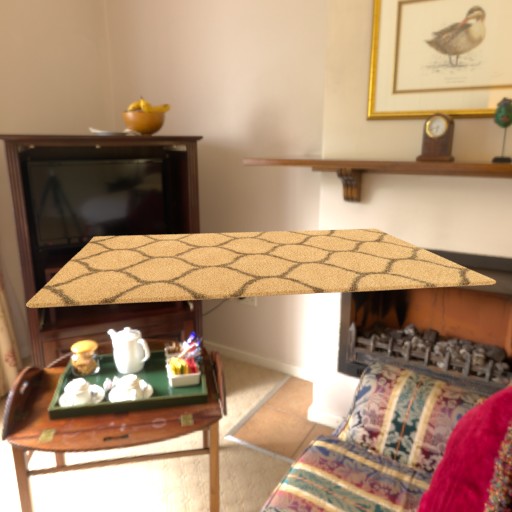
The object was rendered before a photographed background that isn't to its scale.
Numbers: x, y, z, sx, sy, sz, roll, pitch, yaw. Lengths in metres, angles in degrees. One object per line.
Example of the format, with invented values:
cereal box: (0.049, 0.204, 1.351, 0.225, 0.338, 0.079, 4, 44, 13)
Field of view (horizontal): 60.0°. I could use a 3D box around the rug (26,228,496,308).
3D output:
rug: (0.000, 0.000, 3.354, 2.701, 0.026, 1.801, -2, 14, -8)
